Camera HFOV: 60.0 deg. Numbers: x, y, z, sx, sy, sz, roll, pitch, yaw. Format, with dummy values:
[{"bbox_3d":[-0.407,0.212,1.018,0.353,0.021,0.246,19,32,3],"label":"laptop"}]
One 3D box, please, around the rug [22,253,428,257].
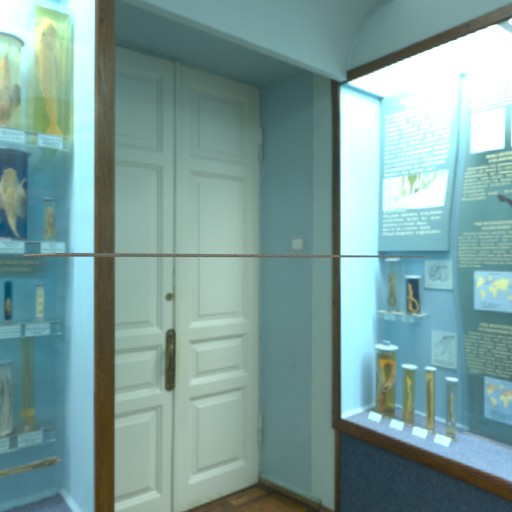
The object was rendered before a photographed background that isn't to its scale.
[{"bbox_3d":[0.000,0.000,2.691,2.430,0.012,0.767,0,-1,-36],"label":"rug"}]
